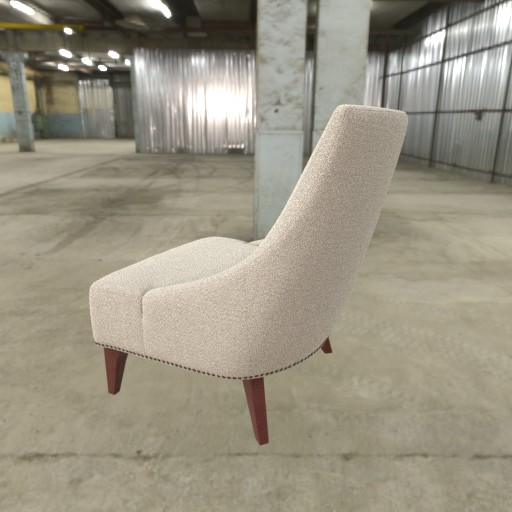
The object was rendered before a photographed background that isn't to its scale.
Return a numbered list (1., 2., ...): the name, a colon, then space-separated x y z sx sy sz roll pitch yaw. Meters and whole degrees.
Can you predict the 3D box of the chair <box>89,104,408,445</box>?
1. chair: 0.000 0.000 1.455 0.861 0.909 0.701 8 18 26
